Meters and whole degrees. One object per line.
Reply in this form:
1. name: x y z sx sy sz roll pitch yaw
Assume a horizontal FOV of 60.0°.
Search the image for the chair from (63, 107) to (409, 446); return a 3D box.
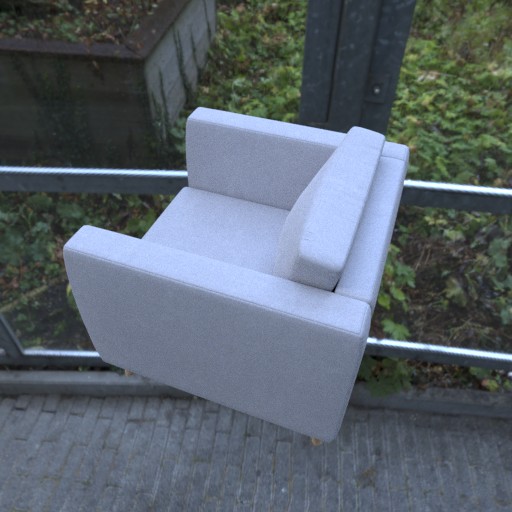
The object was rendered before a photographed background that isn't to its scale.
1. chair: 0.000 0.000 1.718 0.930 0.860 1.000 15 48 14
